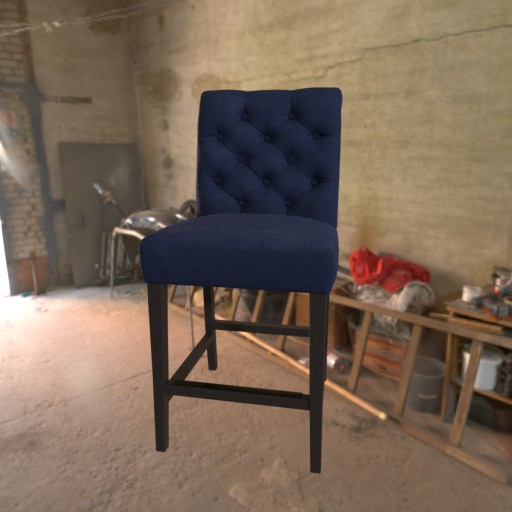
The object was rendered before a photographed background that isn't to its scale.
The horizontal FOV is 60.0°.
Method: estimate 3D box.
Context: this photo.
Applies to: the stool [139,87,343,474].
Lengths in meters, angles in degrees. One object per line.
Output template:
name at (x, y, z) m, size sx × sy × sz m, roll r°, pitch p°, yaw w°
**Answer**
stool at (0.000, 0.000, 1.341) m, size 0.493 × 1.010 × 0.601 m, roll 3°, pitch 14°, yaw 11°
